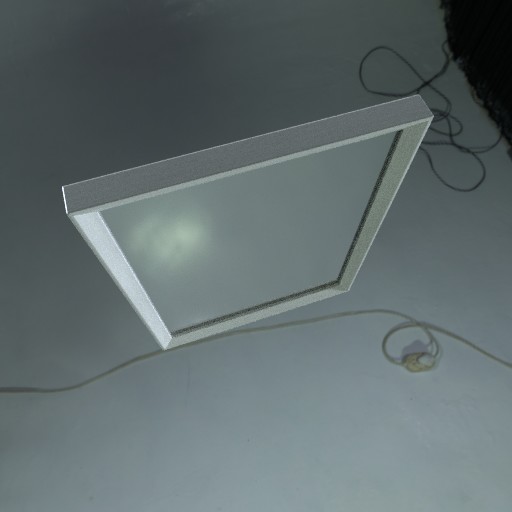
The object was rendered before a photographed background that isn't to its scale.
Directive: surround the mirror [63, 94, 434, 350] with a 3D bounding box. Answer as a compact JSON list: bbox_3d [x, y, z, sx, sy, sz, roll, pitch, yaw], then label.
[{"bbox_3d":[0.000,0.000,0.700,0.406,0.509,0.041,-17,64,-8],"label":"mirror"}]
